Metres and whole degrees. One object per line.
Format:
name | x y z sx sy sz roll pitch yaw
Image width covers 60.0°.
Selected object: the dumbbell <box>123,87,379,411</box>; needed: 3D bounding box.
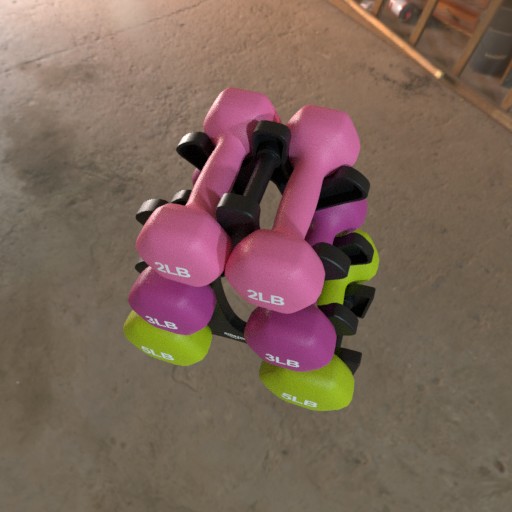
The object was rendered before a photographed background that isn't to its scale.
dumbbell | 0.000 0.000 0.439 0.257 0.261 0.203 16 59 10
